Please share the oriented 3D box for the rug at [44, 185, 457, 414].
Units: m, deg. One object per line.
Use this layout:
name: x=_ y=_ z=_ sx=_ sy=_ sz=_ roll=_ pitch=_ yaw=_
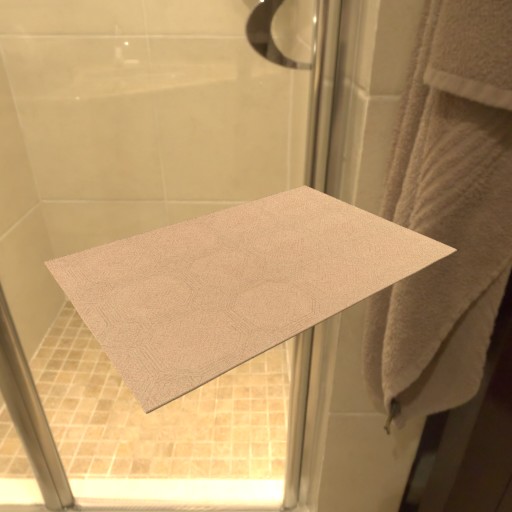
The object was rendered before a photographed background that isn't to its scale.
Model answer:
rug: x=0.000 y=0.000 z=2.365 sx=1.839 sy=0.009 sz=1.236 roll=-21 pitch=36 yaw=-32
